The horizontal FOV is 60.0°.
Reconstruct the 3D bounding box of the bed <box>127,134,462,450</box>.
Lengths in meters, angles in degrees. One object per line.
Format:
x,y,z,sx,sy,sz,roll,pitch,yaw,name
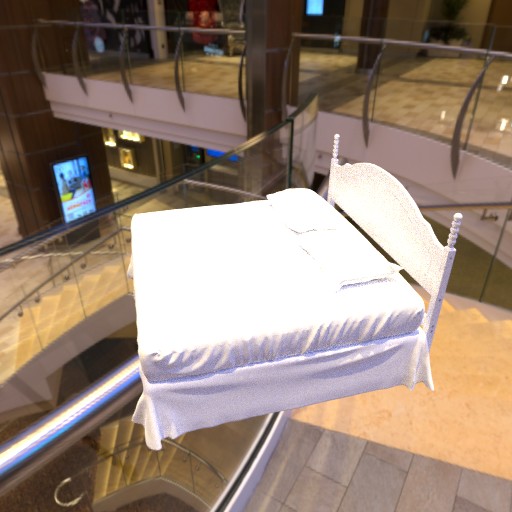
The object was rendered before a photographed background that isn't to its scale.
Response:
0.000,0.000,3.657,2.219,1.355,2.322,-8,32,-13,bed
